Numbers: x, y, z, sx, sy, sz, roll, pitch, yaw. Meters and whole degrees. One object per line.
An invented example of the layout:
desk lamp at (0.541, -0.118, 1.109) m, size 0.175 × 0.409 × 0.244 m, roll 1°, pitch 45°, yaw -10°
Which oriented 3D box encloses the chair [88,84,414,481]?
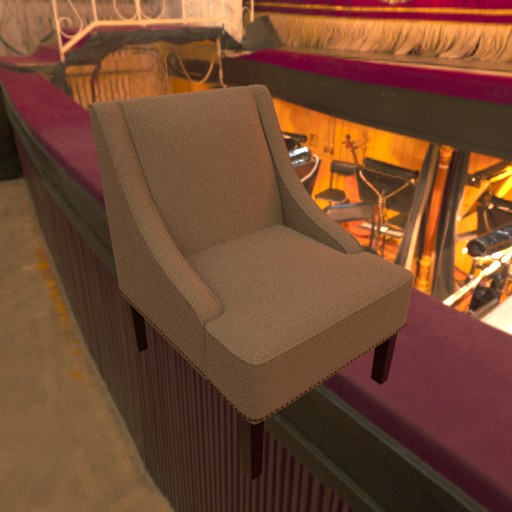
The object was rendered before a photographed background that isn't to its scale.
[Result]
chair at (0.000, 0.000, 1.352) m, size 0.628 × 0.872 × 0.748 m, roll -21°, pitch 35°, yaw -34°
